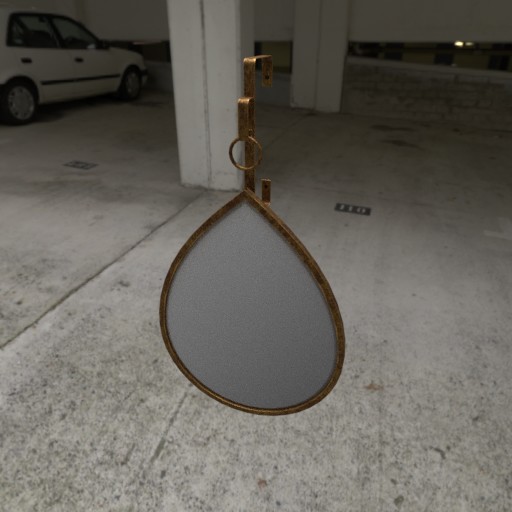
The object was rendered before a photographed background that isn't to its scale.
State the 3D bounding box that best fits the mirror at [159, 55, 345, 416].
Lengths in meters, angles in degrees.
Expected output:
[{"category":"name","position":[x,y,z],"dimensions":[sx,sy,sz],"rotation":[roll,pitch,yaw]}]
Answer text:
[{"category":"mirror","position":[0.000,0.000,0.909],"dimensions":[0.405,0.744,0.144],"rotation":[8,28,15]}]
